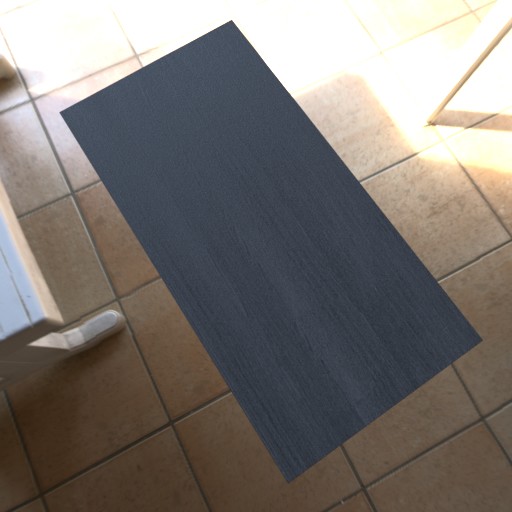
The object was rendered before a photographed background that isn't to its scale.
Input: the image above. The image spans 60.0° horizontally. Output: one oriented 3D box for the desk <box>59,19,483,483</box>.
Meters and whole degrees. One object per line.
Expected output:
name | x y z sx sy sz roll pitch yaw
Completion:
desk | 0.000 0.000 1.475 0.557 0.729 1.099 -32 77 -8
